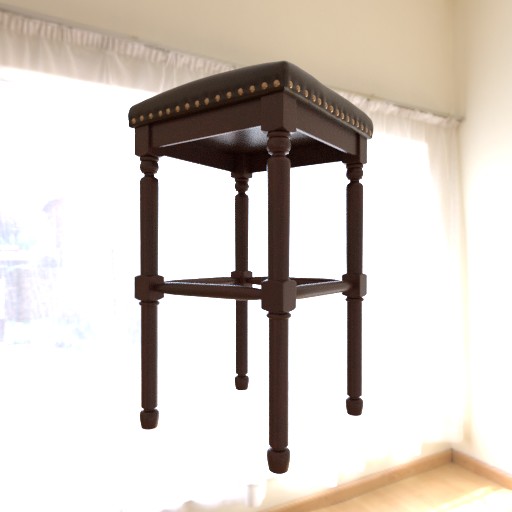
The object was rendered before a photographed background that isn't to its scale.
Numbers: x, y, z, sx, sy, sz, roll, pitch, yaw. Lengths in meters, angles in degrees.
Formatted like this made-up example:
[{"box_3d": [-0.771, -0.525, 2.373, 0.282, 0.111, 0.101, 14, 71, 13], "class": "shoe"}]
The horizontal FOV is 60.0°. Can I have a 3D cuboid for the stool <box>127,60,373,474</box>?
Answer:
[{"box_3d": [0.000, 0.000, 0.949, 0.383, 0.702, 0.382, 0, 0, 35], "class": "stool"}]
